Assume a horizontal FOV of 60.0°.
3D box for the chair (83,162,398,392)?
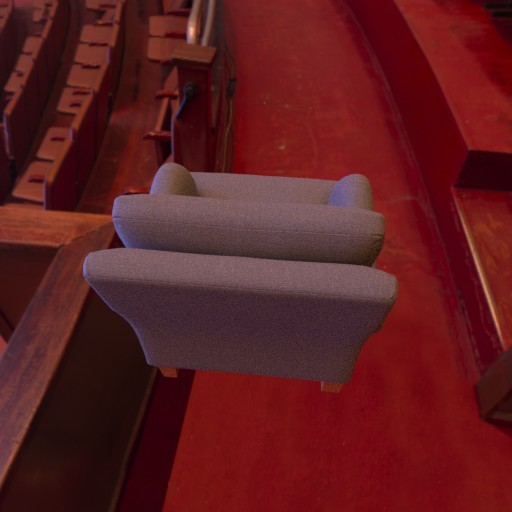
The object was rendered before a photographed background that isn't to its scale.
[{"bbox_3d":[0.000,0.000,1.889,0.955,1.038,1.070,4,48,4],"label":"chair"}]
